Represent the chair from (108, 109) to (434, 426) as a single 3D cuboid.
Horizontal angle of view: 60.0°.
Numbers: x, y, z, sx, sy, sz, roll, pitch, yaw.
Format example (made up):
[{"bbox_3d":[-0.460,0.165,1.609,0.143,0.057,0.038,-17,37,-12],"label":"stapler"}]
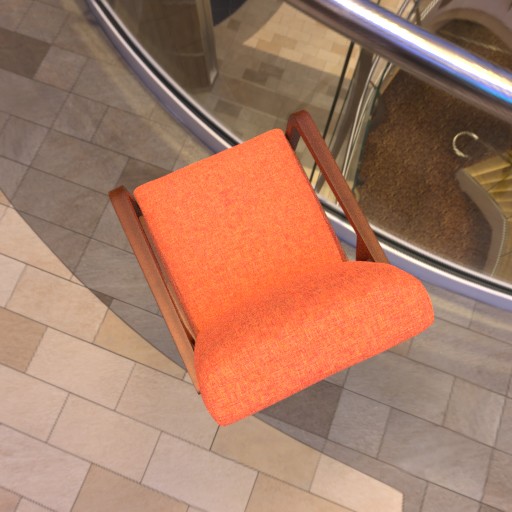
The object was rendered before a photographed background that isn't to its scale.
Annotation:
[{"bbox_3d":[0.000,0.000,1.516,0.719,0.890,0.860,-24,77,-6],"label":"chair"}]
